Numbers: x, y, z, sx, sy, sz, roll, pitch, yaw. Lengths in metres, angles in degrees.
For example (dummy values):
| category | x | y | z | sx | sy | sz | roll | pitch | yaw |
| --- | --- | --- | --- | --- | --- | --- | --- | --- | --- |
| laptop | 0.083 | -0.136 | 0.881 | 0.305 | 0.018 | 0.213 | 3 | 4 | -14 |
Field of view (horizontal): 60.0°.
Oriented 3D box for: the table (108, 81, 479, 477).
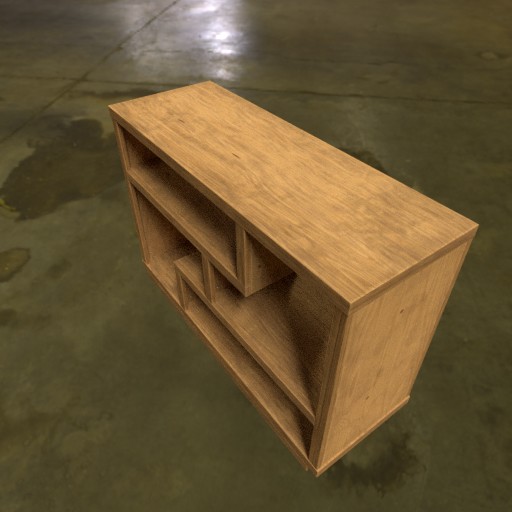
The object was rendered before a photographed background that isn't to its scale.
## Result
| category | x | y | z | sx | sy | sz | roll | pitch | yaw |
| --- | --- | --- | --- | --- | --- | --- | --- | --- | --- |
| table | 0.000 | 0.000 | 1.510 | 0.410 | 0.771 | 1.151 | -26 | 47 | -27 |
